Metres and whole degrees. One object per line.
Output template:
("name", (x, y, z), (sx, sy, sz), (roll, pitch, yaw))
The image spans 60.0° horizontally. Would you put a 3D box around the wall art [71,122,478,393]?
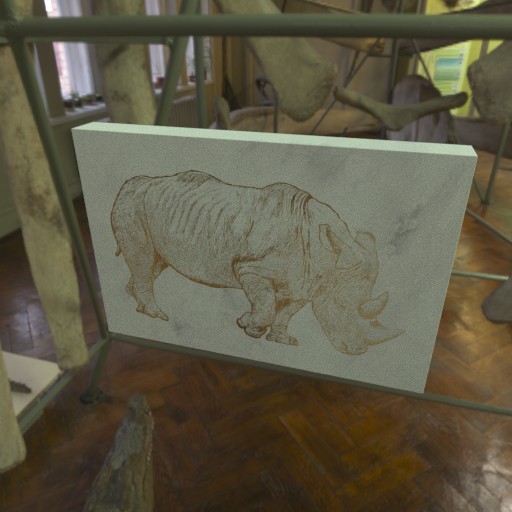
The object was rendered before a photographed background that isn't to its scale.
("wall art", (0.000, 0.000, 0.477), (0.381, 0.254, 0.038), (8, 28, 15))
